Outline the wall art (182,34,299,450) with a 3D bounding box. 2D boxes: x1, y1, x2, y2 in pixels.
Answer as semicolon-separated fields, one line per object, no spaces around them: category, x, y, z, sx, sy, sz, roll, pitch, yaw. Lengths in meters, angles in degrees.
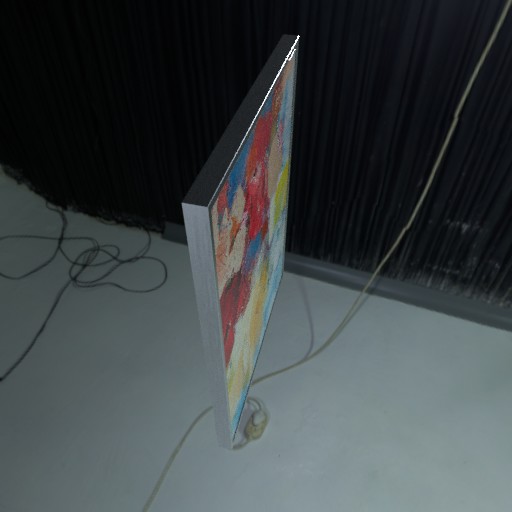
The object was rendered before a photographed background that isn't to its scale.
wall art;0.000;0.000;0.760;0.025;0.569;0.444;11;46;10
